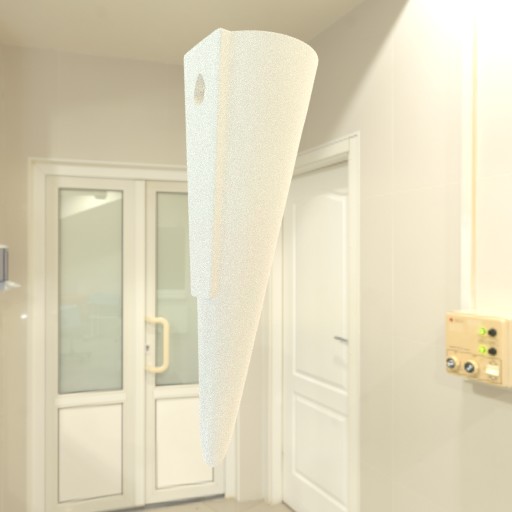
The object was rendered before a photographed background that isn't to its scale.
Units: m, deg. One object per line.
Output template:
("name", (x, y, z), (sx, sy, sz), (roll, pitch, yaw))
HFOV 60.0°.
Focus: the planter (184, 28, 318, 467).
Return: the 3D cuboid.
("planter", (0.000, 0.000, 0.219), (0.064, 0.193, 0.057), (0, 0, -37))
